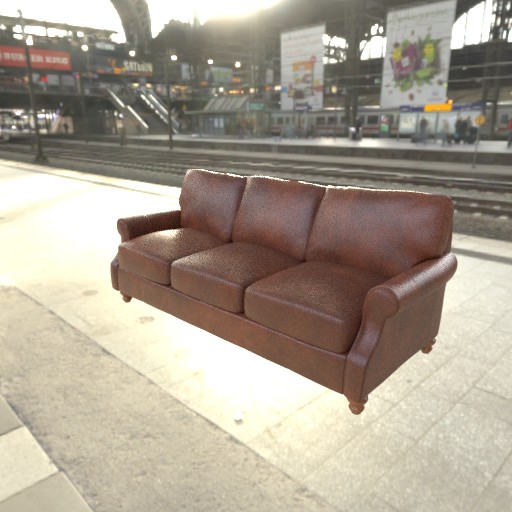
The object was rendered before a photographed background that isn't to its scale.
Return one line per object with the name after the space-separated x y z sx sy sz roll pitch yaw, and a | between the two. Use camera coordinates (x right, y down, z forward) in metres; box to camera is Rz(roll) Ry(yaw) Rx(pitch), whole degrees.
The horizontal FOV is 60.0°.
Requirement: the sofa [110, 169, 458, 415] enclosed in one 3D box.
0.000 0.000 2.944 2.351 0.977 0.973 15 22 41 | sofa
